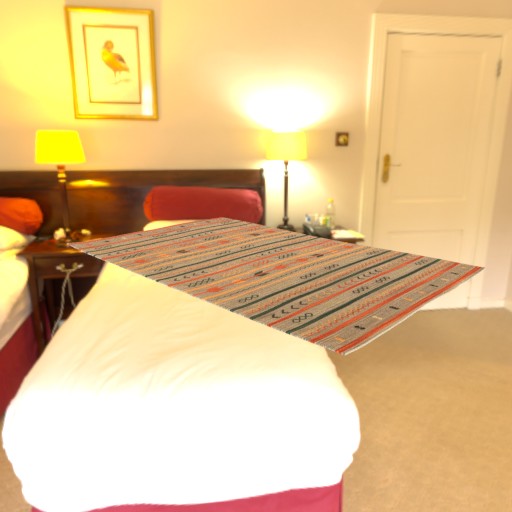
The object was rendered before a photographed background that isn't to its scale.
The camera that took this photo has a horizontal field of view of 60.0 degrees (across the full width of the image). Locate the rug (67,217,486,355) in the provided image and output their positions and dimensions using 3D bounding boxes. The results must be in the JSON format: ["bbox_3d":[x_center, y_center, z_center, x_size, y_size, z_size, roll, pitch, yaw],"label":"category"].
[{"bbox_3d":[0.000,0.000,2.997,2.439,0.029,1.537,15,21,42],"label":"rug"}]
